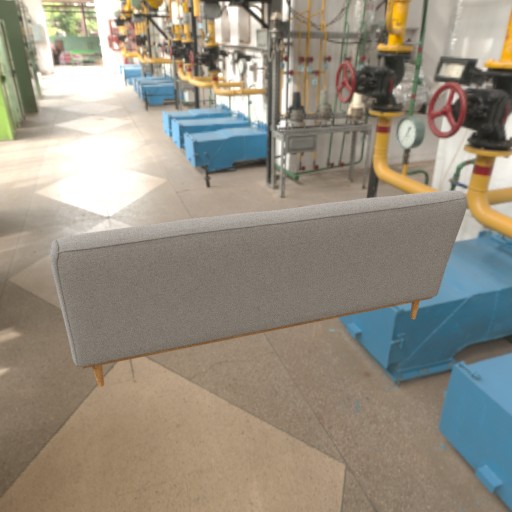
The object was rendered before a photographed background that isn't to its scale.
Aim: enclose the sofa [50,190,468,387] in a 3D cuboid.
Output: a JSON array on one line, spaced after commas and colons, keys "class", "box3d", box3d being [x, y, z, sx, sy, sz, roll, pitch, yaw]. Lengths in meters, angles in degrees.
[{"class": "sofa", "box3d": [0.000, 0.000, 2.563, 2.057, 0.871, 0.978, -8, 27, -17]}]
